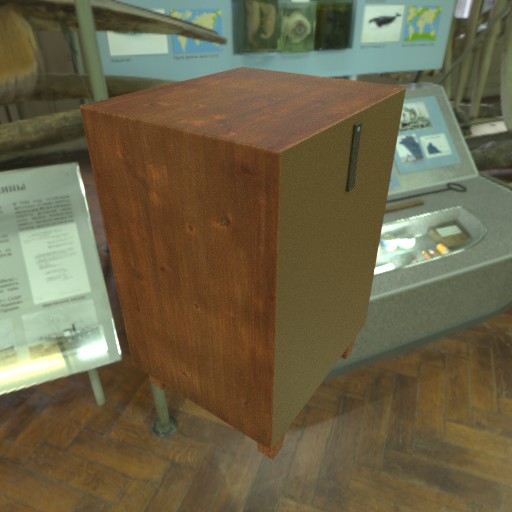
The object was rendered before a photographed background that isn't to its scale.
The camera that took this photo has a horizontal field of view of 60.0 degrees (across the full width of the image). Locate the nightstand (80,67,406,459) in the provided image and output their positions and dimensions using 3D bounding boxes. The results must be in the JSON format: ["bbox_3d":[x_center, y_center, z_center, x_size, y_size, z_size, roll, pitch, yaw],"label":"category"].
[{"bbox_3d":[0.000,0.000,0.997,0.410,0.695,0.465,21,38,29],"label":"nightstand"}]
